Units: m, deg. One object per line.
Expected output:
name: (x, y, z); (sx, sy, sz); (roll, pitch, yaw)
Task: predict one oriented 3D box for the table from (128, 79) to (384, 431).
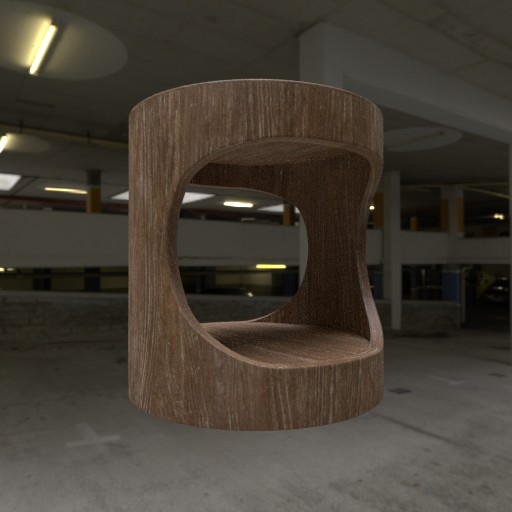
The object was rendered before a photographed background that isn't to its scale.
table: (0.000, 0.000, 0.954); (0.527, 0.551, 0.527); (0, 0, 0)
